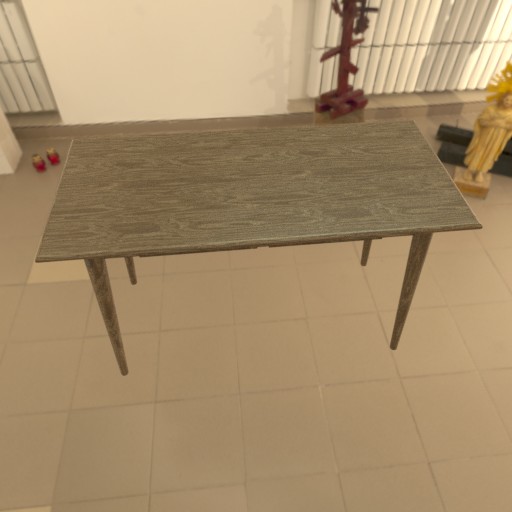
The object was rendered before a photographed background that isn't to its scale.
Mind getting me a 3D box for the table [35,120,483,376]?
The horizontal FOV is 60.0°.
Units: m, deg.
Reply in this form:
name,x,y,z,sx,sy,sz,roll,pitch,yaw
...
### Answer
name,x,y,z,sx,sy,sz,roll,pitch,yaw
table,0.000,0.000,1.761,1.300,0.780,0.599,-4,48,-4
